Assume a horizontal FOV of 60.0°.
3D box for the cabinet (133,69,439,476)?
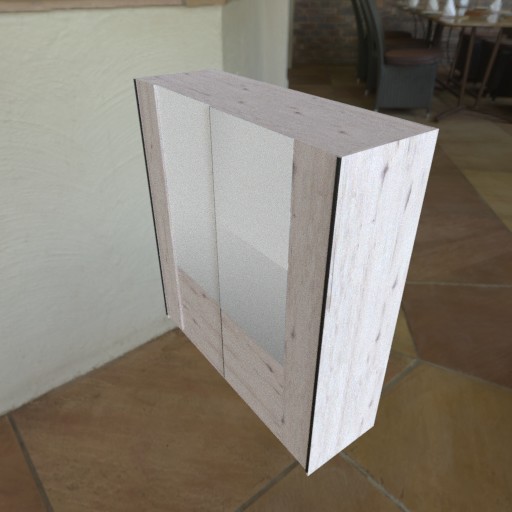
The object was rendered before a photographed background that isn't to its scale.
[{"bbox_3d":[0.000,0.000,3.180,0.660,2.180,2.000,-22,38,-30],"label":"cabinet"}]
